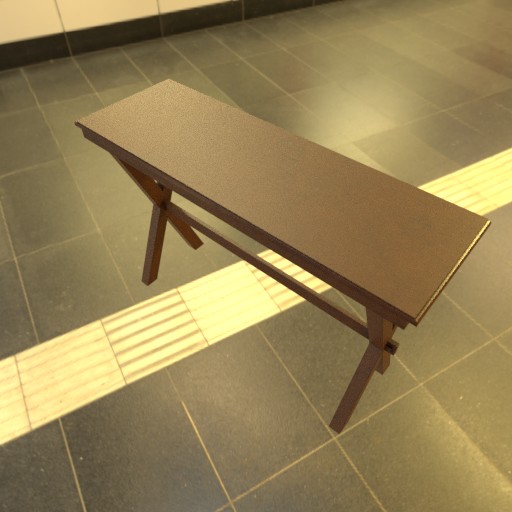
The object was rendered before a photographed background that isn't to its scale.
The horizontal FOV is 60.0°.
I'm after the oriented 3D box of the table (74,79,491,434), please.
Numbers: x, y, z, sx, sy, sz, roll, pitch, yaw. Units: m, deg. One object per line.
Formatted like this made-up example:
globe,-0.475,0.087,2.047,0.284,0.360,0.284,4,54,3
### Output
table,0.000,0.000,1.534,1.197,0.763,0.399,32,54,27
